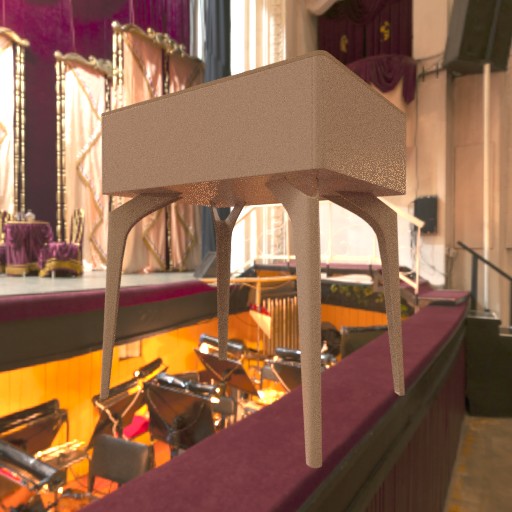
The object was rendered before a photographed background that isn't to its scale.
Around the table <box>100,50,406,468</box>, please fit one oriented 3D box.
[{"bbox_3d":[0.000,0.000,0.904,0.500,0.570,0.400,1,1,36],"label":"table"}]
